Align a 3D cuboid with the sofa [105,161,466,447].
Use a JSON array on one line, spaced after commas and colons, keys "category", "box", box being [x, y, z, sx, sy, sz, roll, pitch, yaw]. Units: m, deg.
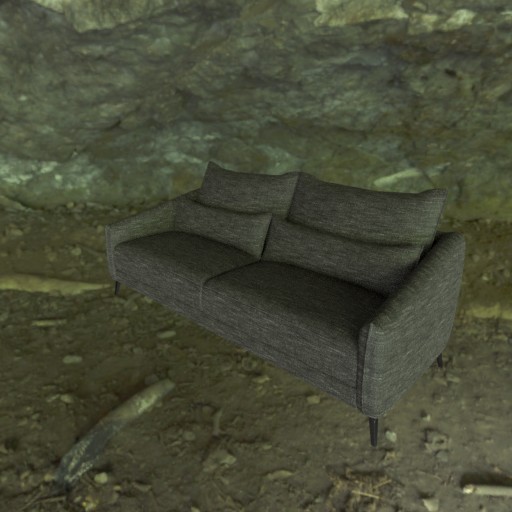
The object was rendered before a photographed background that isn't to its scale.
[{"category": "sofa", "box": [0.000, 0.000, 2.403, 0.807, 0.843, 2.019, -17, 24, -41]}]
